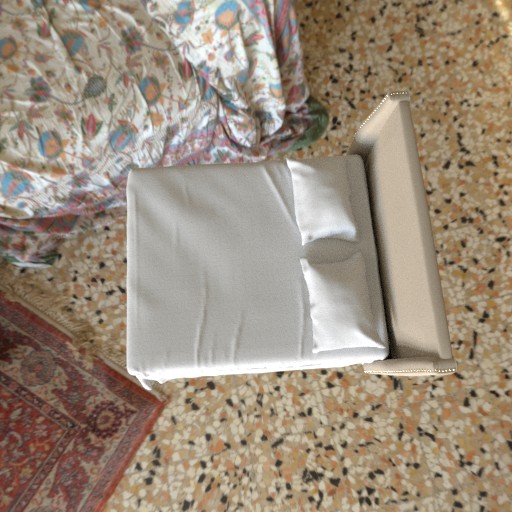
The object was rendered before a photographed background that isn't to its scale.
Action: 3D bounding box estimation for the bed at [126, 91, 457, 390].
[{"bbox_3d":[0.000,0.000,3.443,2.276,1.332,1.925,-4,76,-1],"label":"bed"}]
